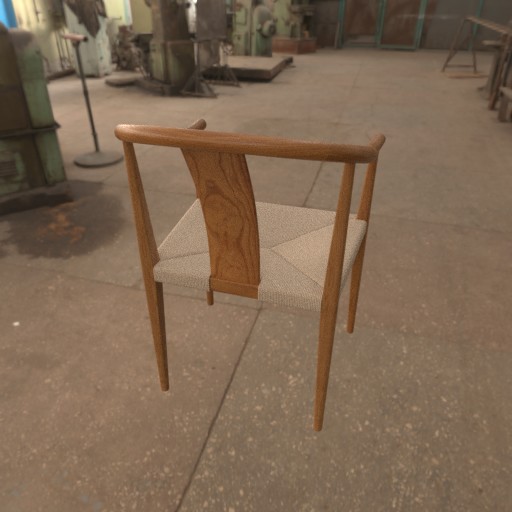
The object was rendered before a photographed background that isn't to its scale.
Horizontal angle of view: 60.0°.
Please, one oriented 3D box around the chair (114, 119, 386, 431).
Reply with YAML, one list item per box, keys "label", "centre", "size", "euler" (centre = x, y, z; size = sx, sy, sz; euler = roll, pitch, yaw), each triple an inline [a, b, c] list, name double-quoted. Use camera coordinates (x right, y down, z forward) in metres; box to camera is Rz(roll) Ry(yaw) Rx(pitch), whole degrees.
- label: "chair"
  centre: [0.000, 0.000, 1.171]
  size: [0.556, 0.800, 0.579]
  euler: [9, 32, 15]
